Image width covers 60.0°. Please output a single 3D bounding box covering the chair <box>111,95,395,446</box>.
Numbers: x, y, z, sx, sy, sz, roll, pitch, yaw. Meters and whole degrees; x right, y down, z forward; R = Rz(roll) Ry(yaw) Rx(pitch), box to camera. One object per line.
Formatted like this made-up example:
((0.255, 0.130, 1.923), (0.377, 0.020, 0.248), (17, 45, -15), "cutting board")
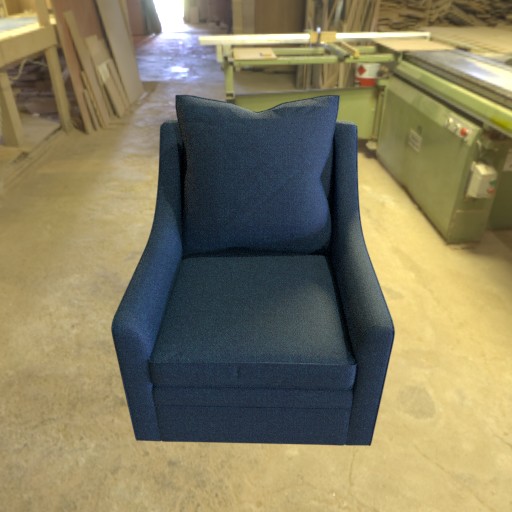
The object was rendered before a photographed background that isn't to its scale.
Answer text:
((0.000, 0.000, 1.541), (0.750, 0.939, 0.870), (1, 32, 1), "chair")
